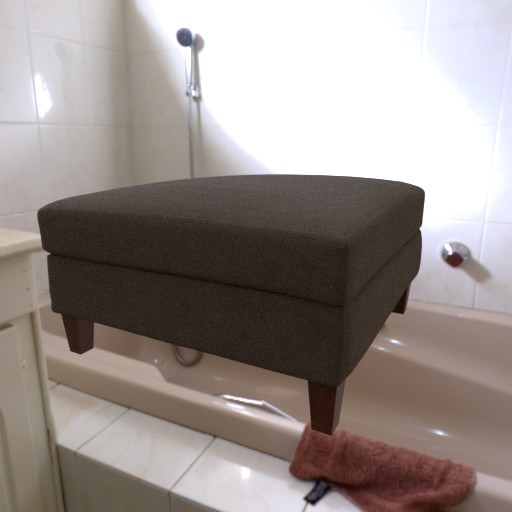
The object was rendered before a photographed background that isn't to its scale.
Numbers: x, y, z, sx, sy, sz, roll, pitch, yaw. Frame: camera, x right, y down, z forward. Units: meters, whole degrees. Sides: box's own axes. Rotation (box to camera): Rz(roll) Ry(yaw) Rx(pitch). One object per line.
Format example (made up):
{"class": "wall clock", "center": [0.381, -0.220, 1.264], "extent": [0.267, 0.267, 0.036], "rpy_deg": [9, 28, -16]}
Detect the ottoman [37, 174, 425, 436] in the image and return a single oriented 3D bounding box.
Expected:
{"class": "ottoman", "center": [0.000, 0.000, 1.368], "extent": [0.861, 0.482, 0.881], "rpy_deg": [8, 17, 28]}
